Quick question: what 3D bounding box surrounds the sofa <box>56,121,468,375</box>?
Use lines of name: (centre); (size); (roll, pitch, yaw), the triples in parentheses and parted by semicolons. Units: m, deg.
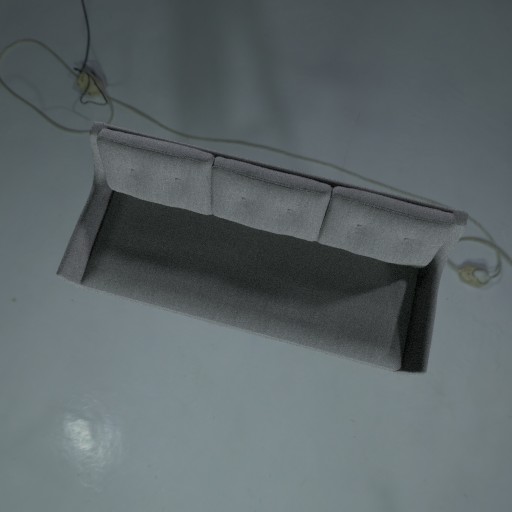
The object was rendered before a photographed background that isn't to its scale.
sofa: (0.000, 0.000, 2.549); (2.060, 0.837, 0.849); (14, 76, 4)
